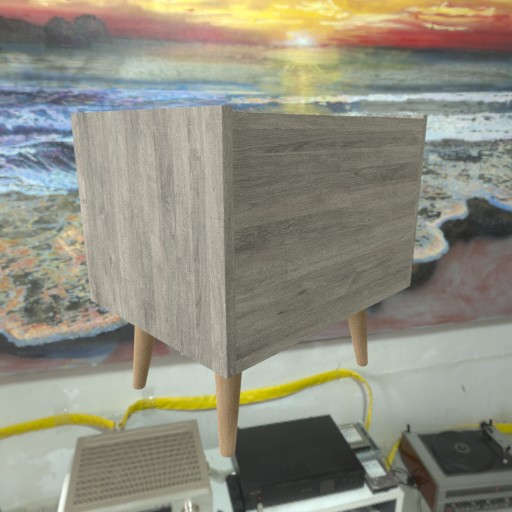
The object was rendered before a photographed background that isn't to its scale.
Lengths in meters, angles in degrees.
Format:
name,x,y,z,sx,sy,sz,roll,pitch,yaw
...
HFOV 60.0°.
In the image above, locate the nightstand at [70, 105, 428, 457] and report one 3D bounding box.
name,x,y,z,sx,sy,sz,roll,pitch,yaw
nightstand,0.000,0.000,0.820,0.480,0.500,0.380,-15,22,-43
